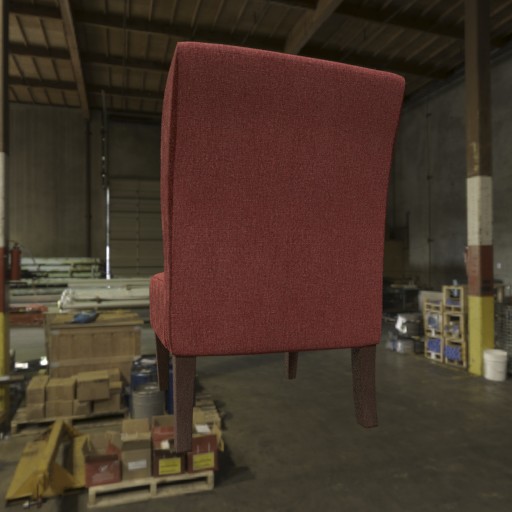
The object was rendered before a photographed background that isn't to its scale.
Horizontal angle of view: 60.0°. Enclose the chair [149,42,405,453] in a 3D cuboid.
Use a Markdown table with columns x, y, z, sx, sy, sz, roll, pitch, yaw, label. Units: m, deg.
| x | y | z | sx | sy | sz | roll | pitch | yaw | label |
| --- | --- | --- | --- | --- | --- | --- | --- | --- | --- |
| 0.000 | 0.000 | 1.223 | 0.538 | 0.846 | 0.640 | 0 | -1 | -18 | chair |
